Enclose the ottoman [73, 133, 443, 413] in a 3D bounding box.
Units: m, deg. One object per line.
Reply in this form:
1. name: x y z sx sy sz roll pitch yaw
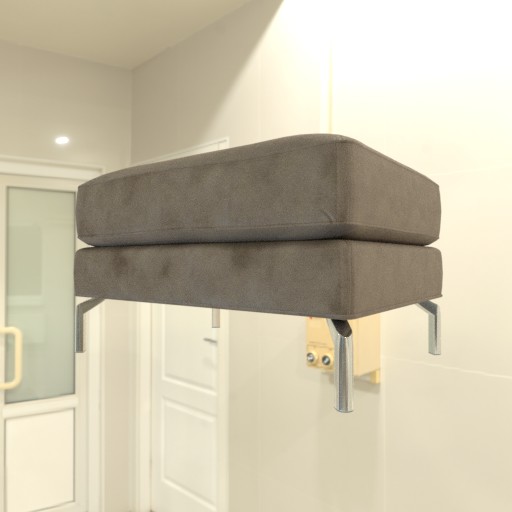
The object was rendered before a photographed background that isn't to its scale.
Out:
1. ottoman: 0.000 0.000 1.045 0.719 0.456 0.520 0 -1 37
